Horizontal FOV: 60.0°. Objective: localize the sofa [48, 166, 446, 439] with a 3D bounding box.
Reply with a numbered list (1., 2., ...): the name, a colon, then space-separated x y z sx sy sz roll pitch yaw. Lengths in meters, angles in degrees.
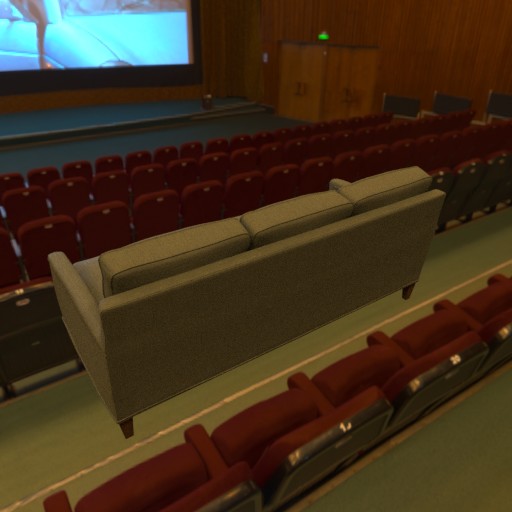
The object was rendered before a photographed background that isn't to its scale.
1. sofa: 0.000 0.000 2.782 2.246 1.003 1.084 -19 35 -29
